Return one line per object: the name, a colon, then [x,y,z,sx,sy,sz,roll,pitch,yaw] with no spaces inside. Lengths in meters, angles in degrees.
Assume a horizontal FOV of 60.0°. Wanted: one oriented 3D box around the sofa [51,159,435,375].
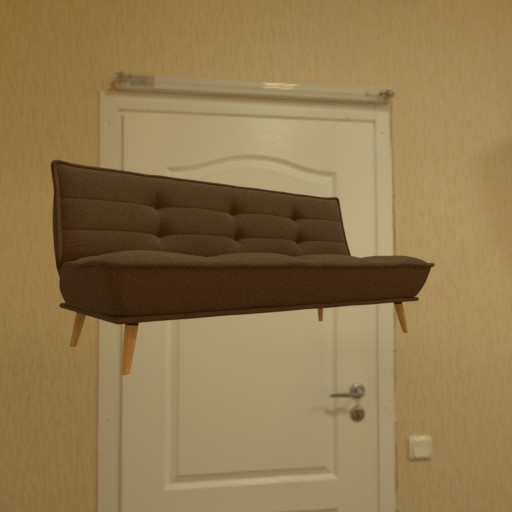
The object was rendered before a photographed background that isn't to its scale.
sofa: [0.000,0.000,2.390,1.940,0.890,0.950,1,-2,-37]
